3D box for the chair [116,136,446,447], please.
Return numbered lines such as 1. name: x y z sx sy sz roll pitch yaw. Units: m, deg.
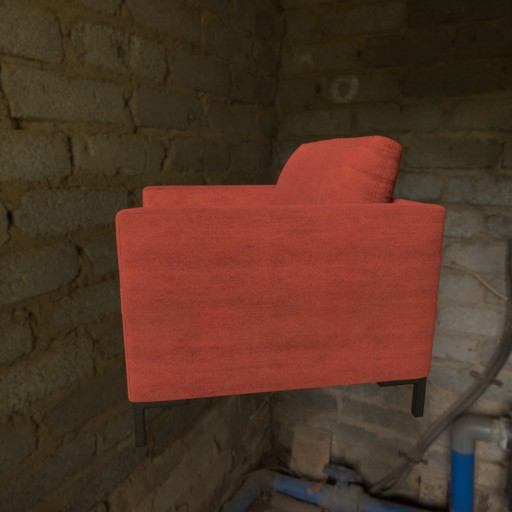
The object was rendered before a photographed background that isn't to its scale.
1. chair: 0.000 0.000 1.586 0.875 0.812 0.964 -2 13 -10
